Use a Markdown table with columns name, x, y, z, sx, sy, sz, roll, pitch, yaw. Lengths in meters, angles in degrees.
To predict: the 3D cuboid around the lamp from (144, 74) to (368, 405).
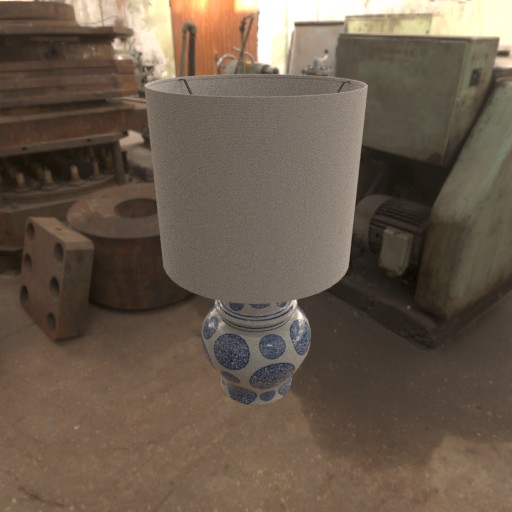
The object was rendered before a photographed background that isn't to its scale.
| name | x | y | z | sx | sy | sz | roll | pitch | yaw |
| --- | --- | --- | --- | --- | --- | --- | --- | --- | --- |
| lamp | 0.000 | 0.000 | 0.522 | 0.215 | 0.381 | 0.215 | 19 | 32 | 32 |
